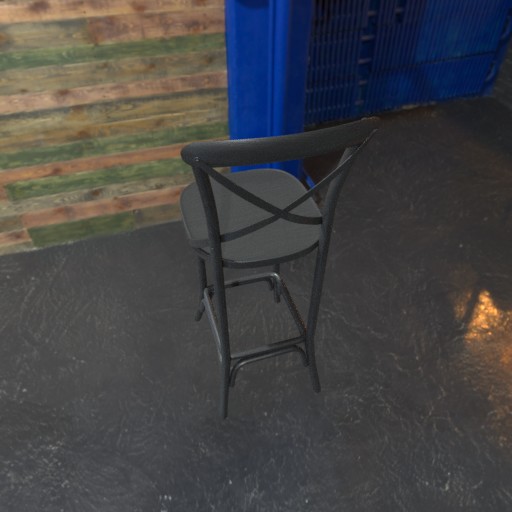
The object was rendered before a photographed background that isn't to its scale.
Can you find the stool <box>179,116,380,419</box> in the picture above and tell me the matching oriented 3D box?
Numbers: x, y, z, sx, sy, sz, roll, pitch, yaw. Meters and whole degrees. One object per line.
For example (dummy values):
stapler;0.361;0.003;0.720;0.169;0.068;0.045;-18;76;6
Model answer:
stool;0.000;0.000;1.481;0.457;1.168;0.584;-12;44;-12
